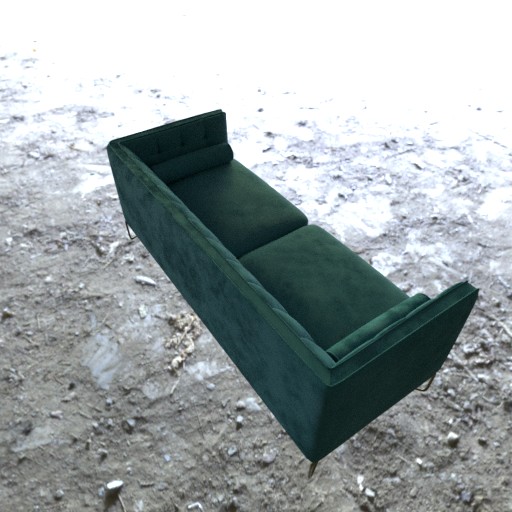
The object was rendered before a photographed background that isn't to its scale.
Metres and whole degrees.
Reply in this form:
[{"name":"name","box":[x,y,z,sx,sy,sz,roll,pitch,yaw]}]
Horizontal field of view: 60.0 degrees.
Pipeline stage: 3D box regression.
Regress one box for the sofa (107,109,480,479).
[{"name":"sofa","box":[0.000,0.000,2.527,0.867,0.789,2.087,-25,49,-25]}]
